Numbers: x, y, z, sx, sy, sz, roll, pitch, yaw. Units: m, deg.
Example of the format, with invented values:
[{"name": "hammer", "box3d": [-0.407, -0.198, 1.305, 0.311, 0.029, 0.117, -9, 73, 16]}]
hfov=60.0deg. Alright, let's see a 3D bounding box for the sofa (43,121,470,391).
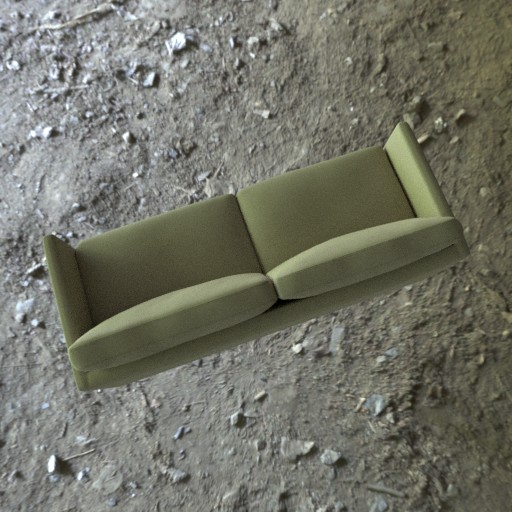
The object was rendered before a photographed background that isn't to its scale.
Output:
[{"name": "sofa", "box3d": [0.000, 0.000, 2.859, 2.404, 0.912, 0.988, -19, 77, -5]}]
